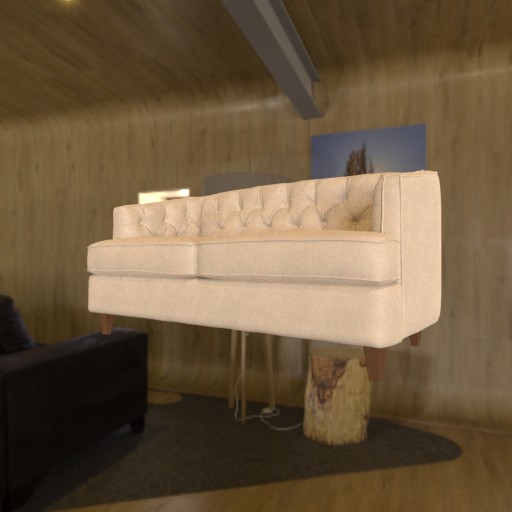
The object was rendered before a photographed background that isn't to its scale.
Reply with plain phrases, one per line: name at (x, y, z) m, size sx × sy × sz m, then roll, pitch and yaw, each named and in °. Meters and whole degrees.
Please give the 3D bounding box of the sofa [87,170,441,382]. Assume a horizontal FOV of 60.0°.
sofa at (0.000, 0.000, 2.312) m, size 1.731 × 0.878 × 0.940 m, roll 0°, pitch 0°, yaw 37°
